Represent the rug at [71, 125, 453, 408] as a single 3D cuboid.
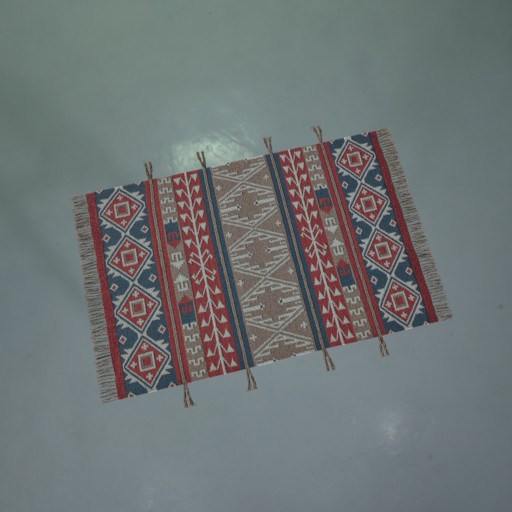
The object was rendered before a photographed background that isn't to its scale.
[{"bbox_3d":[0.000,0.000,2.584,2.025,0.040,1.469,-13,76,-3],"label":"rug"}]
